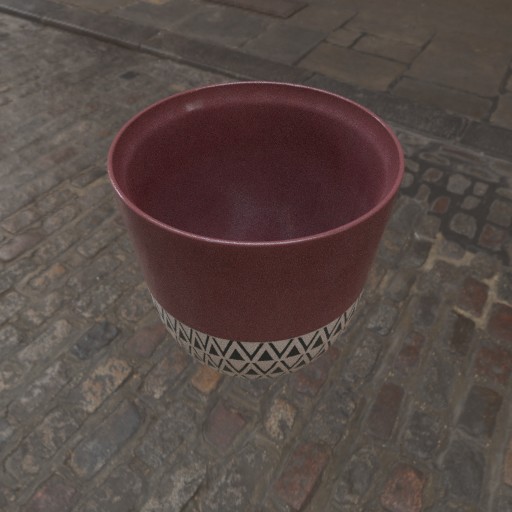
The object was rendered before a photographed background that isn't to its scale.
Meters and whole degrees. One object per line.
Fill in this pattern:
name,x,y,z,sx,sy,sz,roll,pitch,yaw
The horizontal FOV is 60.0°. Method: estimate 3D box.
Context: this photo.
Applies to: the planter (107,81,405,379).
planter,0.000,0.000,0.373,0.195,0.214,0.195,0,46,0
